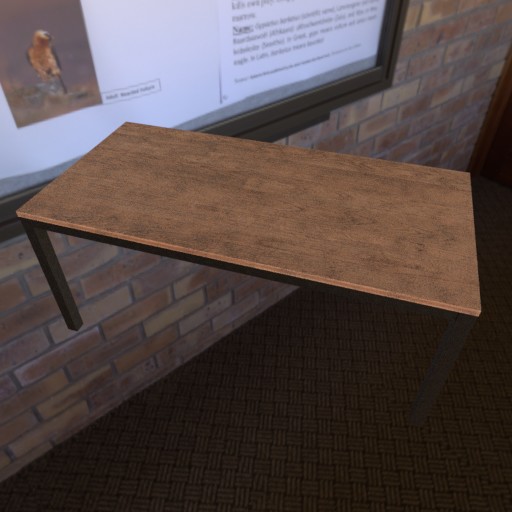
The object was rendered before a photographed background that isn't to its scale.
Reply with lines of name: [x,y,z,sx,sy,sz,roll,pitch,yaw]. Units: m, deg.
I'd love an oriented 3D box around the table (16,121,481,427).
table: [0.000,0.000,2.205,1.805,0.767,0.893,12,43,13]
